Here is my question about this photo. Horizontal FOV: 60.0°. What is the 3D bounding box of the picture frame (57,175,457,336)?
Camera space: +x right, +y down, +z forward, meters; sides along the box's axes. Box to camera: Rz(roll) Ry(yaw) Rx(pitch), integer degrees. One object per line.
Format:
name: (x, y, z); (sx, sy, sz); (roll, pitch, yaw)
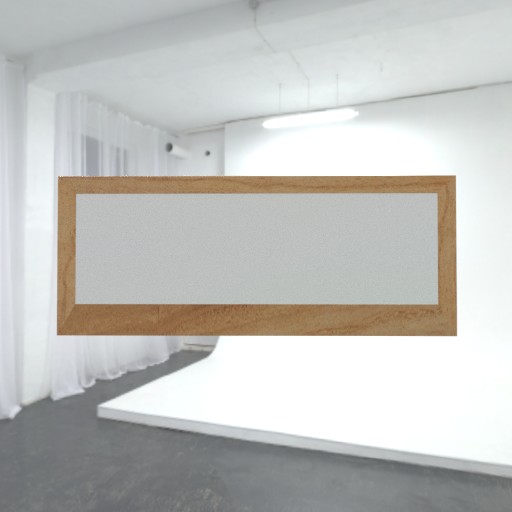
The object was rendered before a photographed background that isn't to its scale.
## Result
picture frame: (0.000, 0.000, 0.668); (0.582, 0.234, 0.045); (0, -1, 1)
